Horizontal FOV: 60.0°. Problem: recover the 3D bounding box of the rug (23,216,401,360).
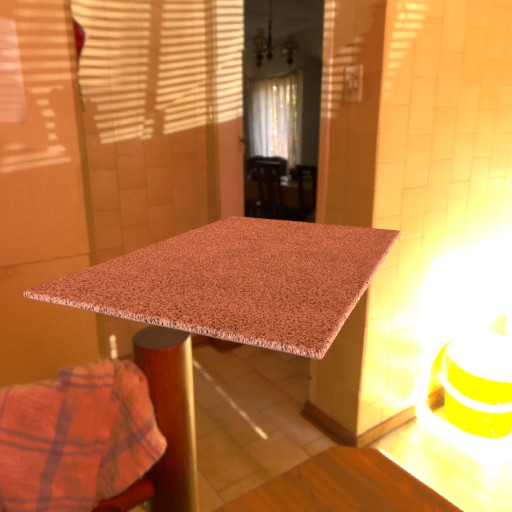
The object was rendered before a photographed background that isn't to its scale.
[{"bbox_3d":[0.000,0.000,2.277,1.219,0.030,1.778,7,17,23],"label":"rug"}]
